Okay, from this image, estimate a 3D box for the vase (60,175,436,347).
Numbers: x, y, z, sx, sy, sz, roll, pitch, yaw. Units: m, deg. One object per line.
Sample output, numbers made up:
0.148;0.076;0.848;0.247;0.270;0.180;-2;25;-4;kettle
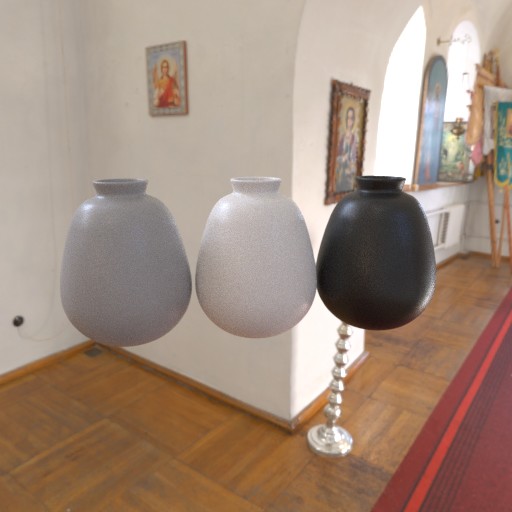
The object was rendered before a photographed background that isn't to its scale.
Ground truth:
0.000;0.000;0.353;0.297;0.122;0.097;-2;15;-8;vase
